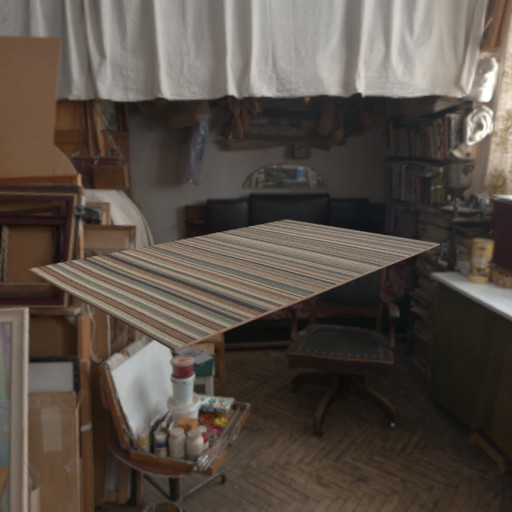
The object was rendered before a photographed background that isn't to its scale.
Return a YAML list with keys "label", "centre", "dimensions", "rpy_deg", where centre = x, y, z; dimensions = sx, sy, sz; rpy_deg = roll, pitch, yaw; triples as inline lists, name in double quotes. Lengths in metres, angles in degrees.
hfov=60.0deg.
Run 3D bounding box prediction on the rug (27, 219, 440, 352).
- label: "rug"
  centre: [0.000, 0.000, 3.023]
  dimensions: [1.523, 0.014, 2.438]
  rpy_deg: [14, 20, 42]
